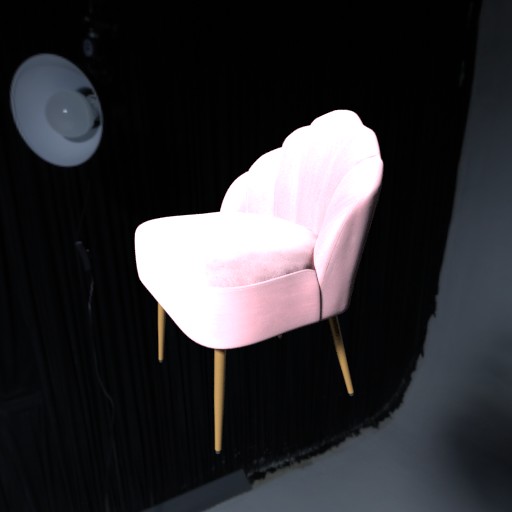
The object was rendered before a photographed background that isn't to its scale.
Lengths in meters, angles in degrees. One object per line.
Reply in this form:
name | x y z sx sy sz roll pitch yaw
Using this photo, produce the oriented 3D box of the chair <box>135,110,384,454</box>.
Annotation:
chair | 0.000 0.000 1.296 0.599 0.819 0.657 -8 18 -27
